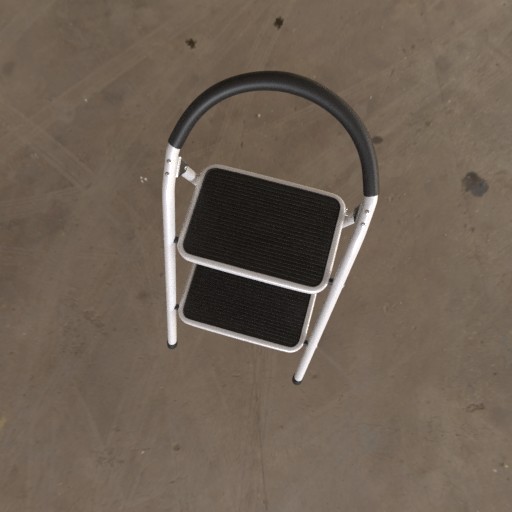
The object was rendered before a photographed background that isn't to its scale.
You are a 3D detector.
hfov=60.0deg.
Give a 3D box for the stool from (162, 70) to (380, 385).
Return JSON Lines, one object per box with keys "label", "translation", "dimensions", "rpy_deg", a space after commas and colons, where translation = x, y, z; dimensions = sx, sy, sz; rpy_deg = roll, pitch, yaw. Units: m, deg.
{"label": "stool", "translation": [0.000, 0.000, 1.129], "dimensions": [0.453, 0.760, 0.559], "rpy_deg": [15, 76, 4]}
